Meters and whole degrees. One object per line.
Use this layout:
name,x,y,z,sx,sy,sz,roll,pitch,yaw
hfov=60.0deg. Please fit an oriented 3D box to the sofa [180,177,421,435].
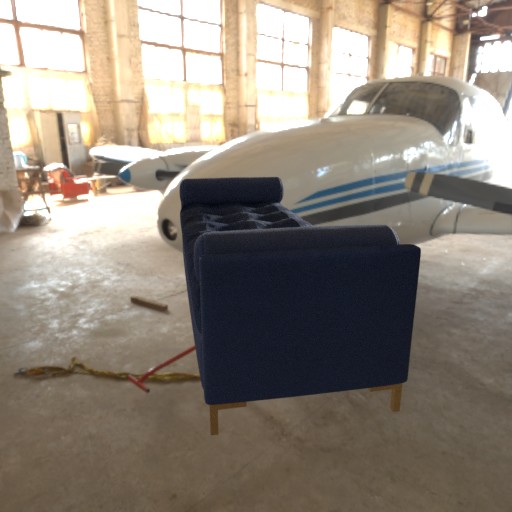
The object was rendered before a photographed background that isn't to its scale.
sofa,0.000,0.000,2.521,0.796,0.705,2.102,-3,16,-11
